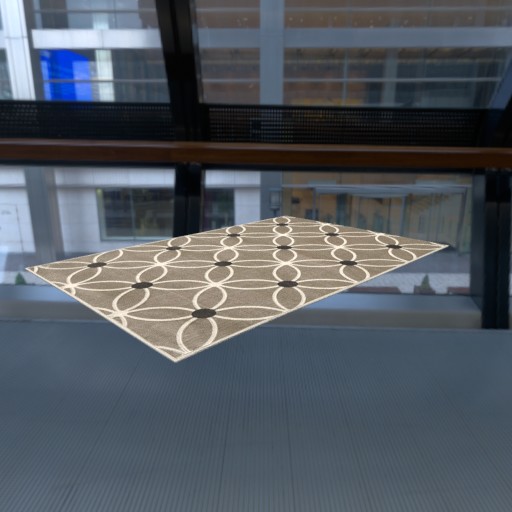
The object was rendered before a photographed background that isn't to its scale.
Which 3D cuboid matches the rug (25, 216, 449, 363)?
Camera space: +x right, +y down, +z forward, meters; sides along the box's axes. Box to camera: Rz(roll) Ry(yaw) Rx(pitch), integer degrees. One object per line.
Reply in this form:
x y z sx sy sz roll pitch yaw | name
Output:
0.000 0.000 2.828 2.284 0.008 1.522 -15 22 -43 | rug
